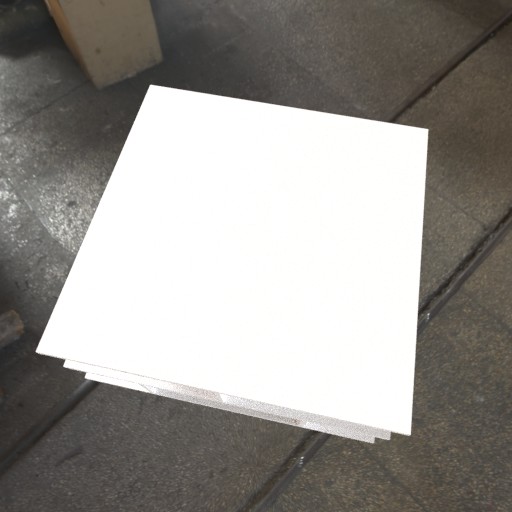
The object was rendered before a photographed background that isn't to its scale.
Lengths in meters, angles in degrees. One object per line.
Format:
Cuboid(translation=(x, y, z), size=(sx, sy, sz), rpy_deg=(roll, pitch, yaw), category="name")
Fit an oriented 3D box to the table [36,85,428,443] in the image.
Cuboid(translation=(0.000, 0.000, 1.081), size=(0.700, 0.289, 0.700), rpy_deg=(11, 65, 5), category="table")
